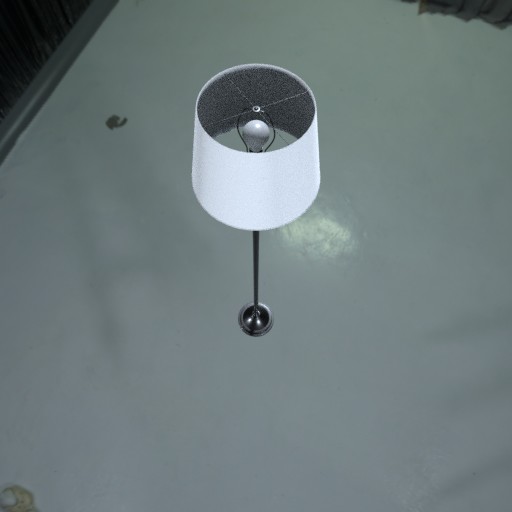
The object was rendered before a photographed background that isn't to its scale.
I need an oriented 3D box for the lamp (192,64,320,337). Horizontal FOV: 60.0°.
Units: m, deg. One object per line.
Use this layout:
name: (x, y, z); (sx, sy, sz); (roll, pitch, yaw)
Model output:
lamp: (0.000, 0.000, 1.791); (0.379, 1.623, 0.379); (0, 64, 0)
